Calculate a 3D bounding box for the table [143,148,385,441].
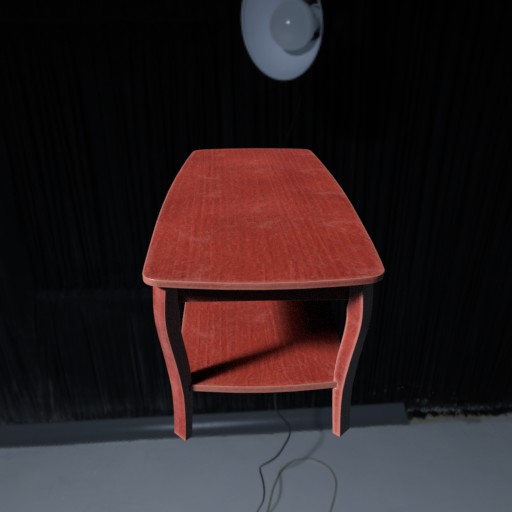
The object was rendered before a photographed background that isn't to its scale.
[{"bbox_3d":[0.000,0.000,1.536,0.561,0.473,1.216,-1,26,-2],"label":"table"}]
